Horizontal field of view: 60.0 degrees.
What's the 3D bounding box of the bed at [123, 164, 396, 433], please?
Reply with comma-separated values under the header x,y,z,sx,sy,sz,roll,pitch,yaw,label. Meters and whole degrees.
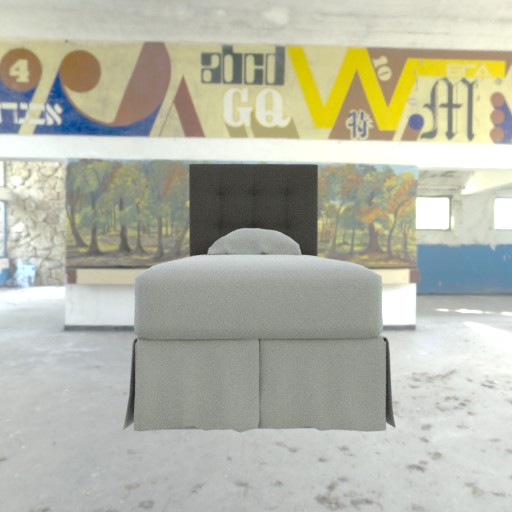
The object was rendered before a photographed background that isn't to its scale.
x,y,z,sx,sy,sz,roll,pitch,yaw,label
0.000,0.000,2.984,1.261,1.571,1.997,0,2,-1,bed
